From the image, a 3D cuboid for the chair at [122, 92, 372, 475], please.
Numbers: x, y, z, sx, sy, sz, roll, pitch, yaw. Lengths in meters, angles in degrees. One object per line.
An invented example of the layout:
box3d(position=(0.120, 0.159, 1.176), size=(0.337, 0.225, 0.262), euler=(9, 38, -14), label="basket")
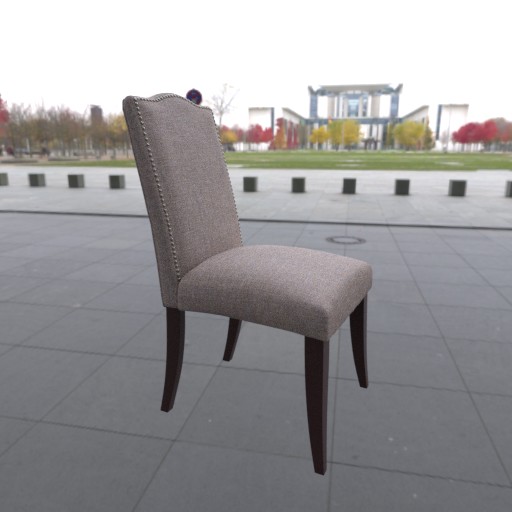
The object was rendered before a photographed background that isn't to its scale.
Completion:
box3d(position=(0.000, 0.000, 1.416), size=(0.660, 1.016, 0.513), euler=(7, 15, 26), label="chair")
